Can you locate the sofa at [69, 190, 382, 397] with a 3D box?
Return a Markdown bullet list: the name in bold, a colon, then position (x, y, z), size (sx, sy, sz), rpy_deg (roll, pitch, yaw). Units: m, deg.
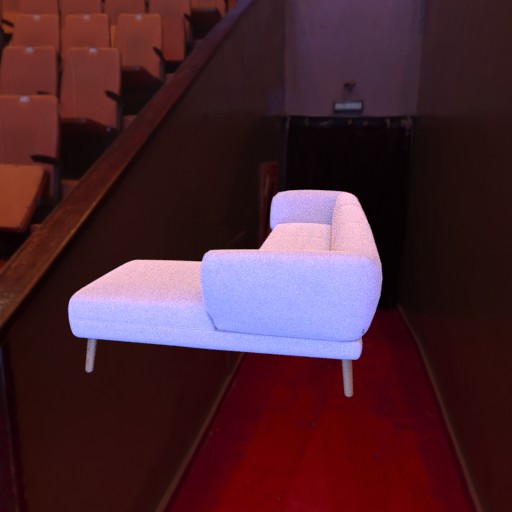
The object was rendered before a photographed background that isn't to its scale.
- **sofa**: position (0.000, 0.000, 3.341), size (1.610, 0.730, 2.660), rpy_deg (3, 15, 10)
